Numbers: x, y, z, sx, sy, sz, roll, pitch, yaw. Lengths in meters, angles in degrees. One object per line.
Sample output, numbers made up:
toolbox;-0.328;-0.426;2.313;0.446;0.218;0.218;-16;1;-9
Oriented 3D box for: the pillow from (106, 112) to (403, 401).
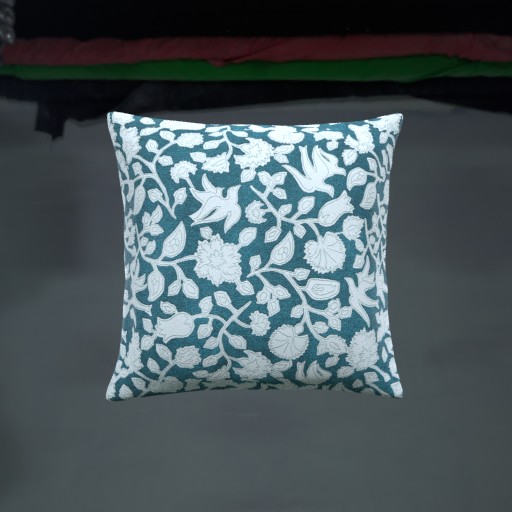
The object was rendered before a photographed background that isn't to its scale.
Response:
pillow;0.000;0.000;0.784;0.525;0.508;0.166;0;1;-1
